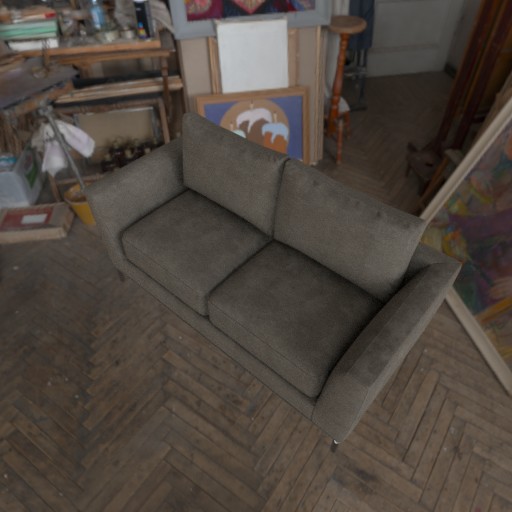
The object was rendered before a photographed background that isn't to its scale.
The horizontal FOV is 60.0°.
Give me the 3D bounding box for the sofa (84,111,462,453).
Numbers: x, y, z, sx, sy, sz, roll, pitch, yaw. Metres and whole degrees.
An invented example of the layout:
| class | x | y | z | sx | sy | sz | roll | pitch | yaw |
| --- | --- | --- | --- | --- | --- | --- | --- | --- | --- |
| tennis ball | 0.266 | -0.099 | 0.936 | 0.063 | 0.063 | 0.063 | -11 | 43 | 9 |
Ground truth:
| class | x | y | z | sx | sy | sz | roll | pitch | yaw |
| --- | --- | --- | --- | --- | --- | --- | --- | --- | --- |
| sofa | 0.000 | 0.000 | 2.417 | 1.832 | 1.013 | 0.855 | 32 | 54 | 27 |
